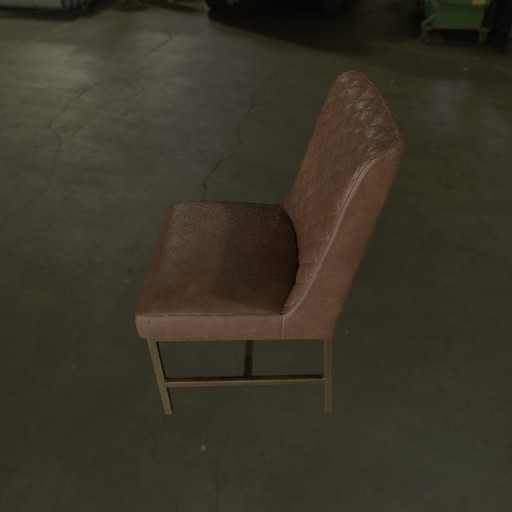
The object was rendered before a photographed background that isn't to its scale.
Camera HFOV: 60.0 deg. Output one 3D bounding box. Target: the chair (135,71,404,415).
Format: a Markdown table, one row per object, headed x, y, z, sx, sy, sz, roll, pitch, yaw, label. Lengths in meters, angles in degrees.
| x | y | z | sx | sy | sz | roll | pitch | yaw | label |
| --- | --- | --- | --- | --- | --- | --- | --- | --- | --- |
| 0.000 | 0.000 | 1.252 | 0.587 | 0.889 | 0.508 | 1 | 40 | 1 | chair |
